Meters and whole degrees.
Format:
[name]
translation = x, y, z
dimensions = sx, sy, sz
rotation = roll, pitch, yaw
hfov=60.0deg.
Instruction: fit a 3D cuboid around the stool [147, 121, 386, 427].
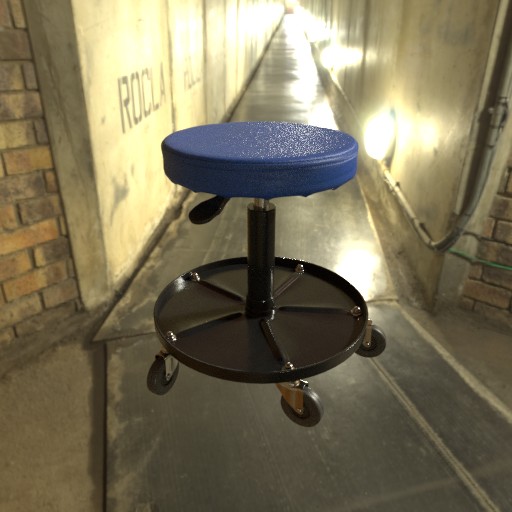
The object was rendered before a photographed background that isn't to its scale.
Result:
[stool]
translation = 0.000, 0.000, 0.691
dimensions = 0.381, 0.365, 0.382
rotation = 18, 31, 32
